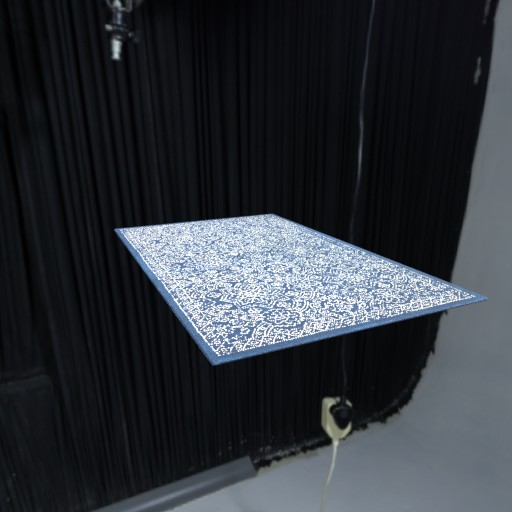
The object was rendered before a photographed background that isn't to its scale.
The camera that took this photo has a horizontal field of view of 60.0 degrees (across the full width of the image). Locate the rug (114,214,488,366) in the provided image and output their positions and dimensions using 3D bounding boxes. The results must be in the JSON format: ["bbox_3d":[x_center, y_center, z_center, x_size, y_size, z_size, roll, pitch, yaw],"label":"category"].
[{"bbox_3d":[0.000,0.000,3.053,1.526,0.015,2.441,-8,19,-24],"label":"rug"}]
